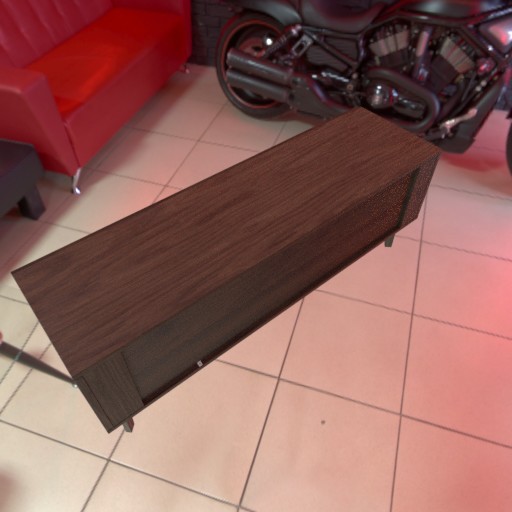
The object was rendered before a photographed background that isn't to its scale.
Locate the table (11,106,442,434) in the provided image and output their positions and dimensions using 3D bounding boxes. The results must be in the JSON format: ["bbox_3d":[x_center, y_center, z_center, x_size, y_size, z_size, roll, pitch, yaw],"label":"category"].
[{"bbox_3d":[0.000,0.000,1.582,1.397,0.508,0.405,-31,55,-25],"label":"table"}]
